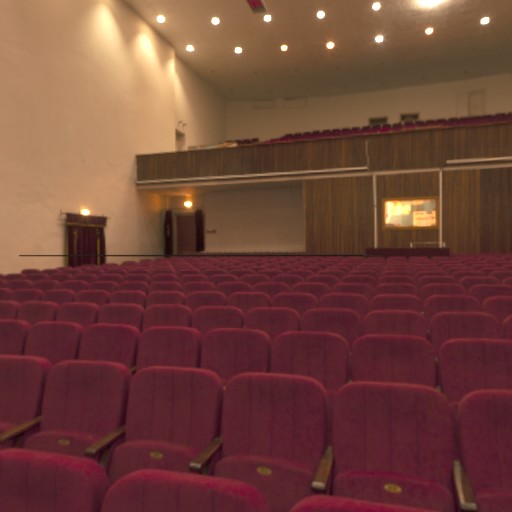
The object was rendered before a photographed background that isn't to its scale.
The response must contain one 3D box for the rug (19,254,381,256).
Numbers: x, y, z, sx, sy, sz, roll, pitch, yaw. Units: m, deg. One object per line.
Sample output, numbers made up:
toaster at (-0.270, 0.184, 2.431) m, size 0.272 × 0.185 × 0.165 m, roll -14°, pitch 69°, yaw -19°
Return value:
rug at (0.000, 0.000, 2.271) m, size 1.200 × 0.005 × 1.819 m, roll 0°, pitch 0°, yaw 18°
